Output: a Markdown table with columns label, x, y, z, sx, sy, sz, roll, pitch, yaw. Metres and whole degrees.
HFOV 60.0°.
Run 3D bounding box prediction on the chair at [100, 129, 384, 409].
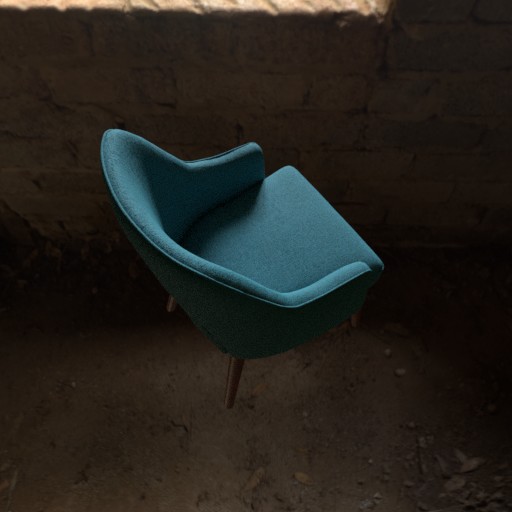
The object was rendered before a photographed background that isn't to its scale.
| label | x | y | z | sx | sy | sz | roll | pitch | yaw |
| --- | --- | --- | --- | --- | --- | --- | --- | --- | --- |
| chair | 0.000 | 0.000 | 1.228 | 0.605 | 0.849 | 0.548 | -29 | 62 | -17 |
